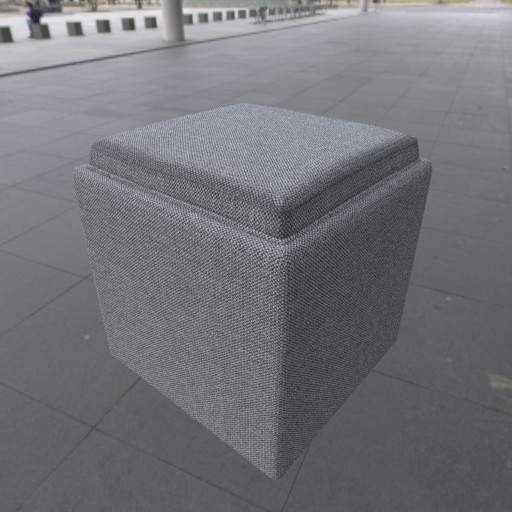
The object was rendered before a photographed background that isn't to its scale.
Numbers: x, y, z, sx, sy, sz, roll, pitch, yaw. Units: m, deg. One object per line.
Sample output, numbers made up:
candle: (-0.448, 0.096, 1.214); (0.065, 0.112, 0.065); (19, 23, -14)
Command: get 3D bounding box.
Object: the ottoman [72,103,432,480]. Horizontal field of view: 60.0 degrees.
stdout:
ottoman: (0.000, 0.000, 0.842); (0.454, 0.487, 0.436); (23, 38, 34)
